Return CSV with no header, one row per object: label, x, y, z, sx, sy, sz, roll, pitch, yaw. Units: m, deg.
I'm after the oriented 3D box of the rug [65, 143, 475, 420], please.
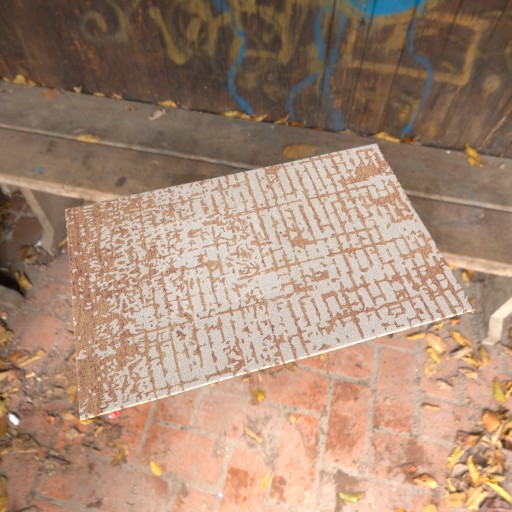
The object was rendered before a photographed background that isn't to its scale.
rug,0.000,0.000,2.990,2.435,0.011,1.517,-14,59,-8
